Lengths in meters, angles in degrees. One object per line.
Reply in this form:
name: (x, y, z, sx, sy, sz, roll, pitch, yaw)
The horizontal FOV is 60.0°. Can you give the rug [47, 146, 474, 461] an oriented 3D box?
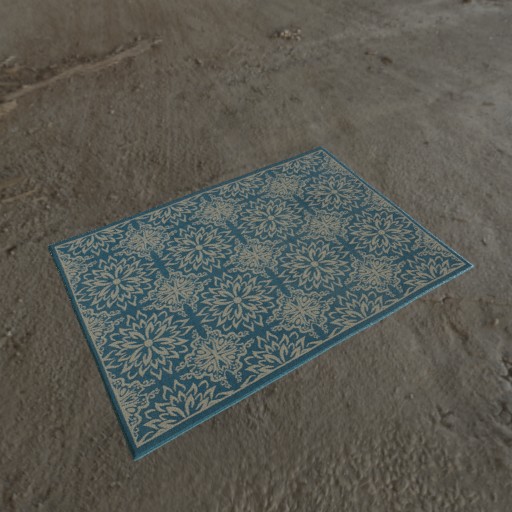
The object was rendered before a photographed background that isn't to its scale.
rug: (0.000, 0.000, 2.793, 2.205, 0.012, 1.554, -24, 51, -21)
